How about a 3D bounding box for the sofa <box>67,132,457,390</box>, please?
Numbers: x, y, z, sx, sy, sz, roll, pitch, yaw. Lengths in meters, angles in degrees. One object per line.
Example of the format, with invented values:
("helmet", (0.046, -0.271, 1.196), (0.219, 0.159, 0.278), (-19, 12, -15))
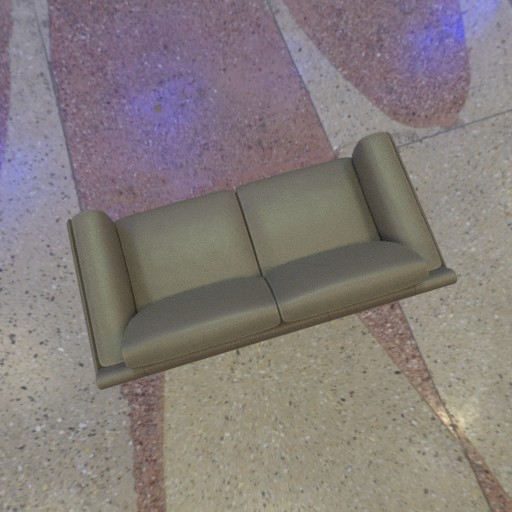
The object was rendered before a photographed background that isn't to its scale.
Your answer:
("sofa", (0.000, 0.000, 2.731), (2.101, 0.930, 1.049), (-16, 76, -4))
